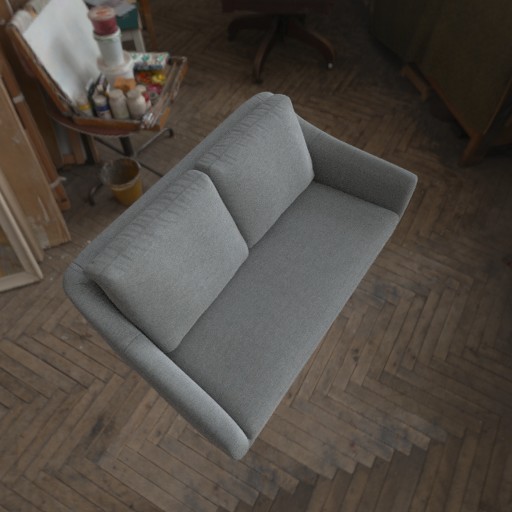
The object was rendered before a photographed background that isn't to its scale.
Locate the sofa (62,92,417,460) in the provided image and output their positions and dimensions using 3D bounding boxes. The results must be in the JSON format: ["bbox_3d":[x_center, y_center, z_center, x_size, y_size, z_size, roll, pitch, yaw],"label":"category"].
[{"bbox_3d":[0.000,0.000,2.204,0.960,0.904,1.619,31,63,18],"label":"sofa"}]
